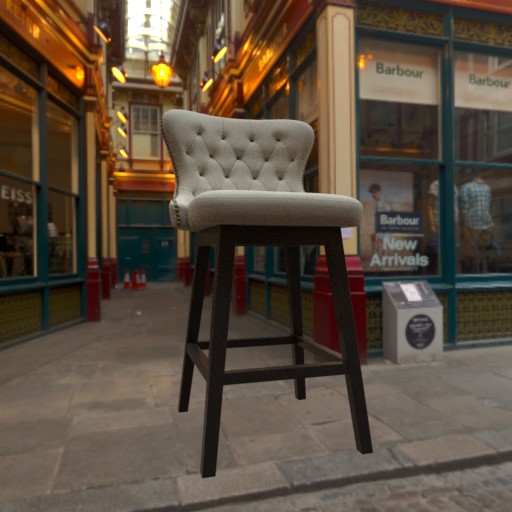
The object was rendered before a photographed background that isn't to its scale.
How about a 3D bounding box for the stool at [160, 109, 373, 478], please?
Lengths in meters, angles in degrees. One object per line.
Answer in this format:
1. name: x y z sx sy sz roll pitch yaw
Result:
1. stool: 0.000 0.000 1.313 0.528 0.971 0.593 0 1 -17
